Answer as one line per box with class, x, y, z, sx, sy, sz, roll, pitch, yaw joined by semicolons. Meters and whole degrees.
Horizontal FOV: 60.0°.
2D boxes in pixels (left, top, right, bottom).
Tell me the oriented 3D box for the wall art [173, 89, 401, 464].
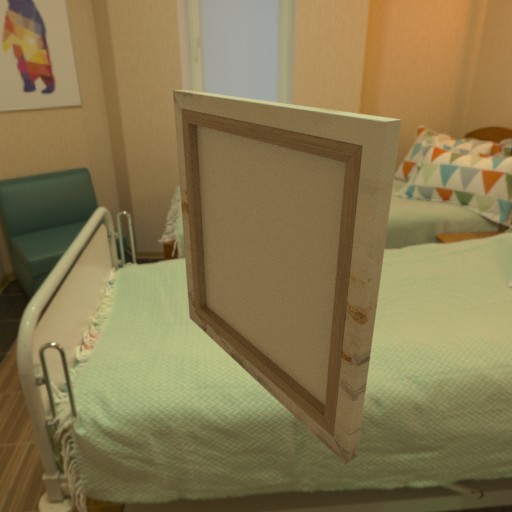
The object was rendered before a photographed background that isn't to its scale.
wall art;0.000;0.000;1.138;0.038;0.755;0.753;-17;30;-32
